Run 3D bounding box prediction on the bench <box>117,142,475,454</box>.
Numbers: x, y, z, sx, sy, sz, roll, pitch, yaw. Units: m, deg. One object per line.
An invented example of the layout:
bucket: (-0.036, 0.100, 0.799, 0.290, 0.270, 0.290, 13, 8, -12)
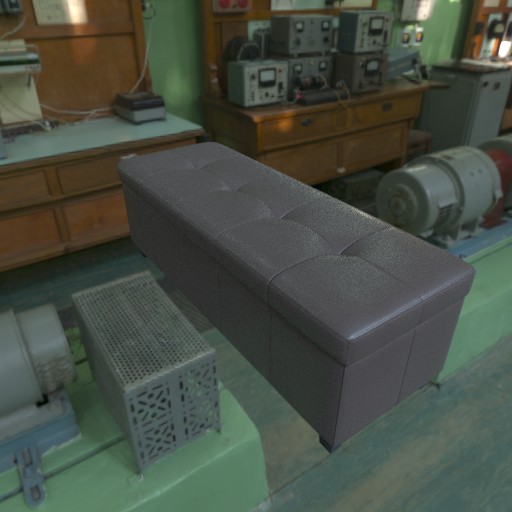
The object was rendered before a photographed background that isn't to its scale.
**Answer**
bench: (0.000, 0.000, 1.450, 0.450, 0.417, 1.219, -20, 37, -30)
